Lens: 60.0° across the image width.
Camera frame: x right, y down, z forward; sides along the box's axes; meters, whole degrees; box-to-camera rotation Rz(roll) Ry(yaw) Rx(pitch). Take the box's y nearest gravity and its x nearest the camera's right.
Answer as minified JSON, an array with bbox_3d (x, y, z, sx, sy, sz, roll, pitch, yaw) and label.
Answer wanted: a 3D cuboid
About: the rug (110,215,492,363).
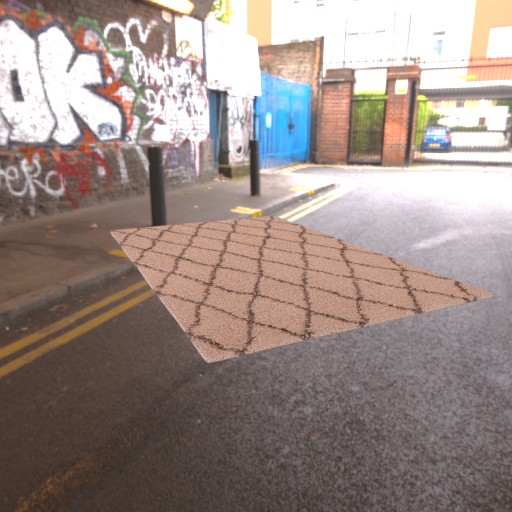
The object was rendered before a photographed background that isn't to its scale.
[{"bbox_3d":[0.000,0.000,3.415,1.778,0.030,2.743,-7,18,-25],"label":"rug"}]
